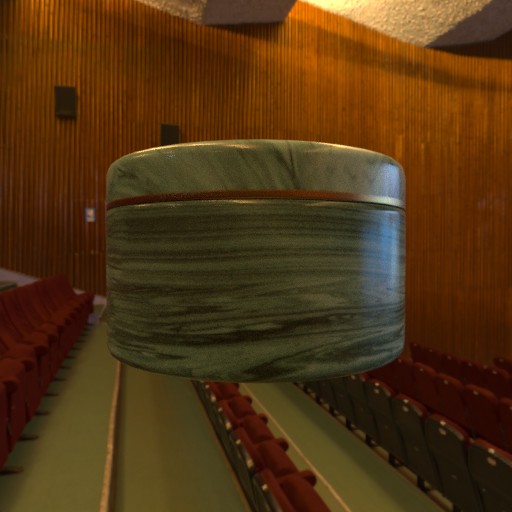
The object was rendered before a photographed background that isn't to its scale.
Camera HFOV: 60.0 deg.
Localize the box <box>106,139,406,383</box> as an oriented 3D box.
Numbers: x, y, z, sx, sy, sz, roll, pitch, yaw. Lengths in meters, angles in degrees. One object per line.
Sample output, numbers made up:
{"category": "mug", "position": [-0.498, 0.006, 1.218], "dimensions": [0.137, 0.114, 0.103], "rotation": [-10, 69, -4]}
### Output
{"category": "box", "position": [0.000, 0.000, 0.159], "dimensions": [0.101, 0.063, 0.101], "rotation": [0, 1, 0]}
